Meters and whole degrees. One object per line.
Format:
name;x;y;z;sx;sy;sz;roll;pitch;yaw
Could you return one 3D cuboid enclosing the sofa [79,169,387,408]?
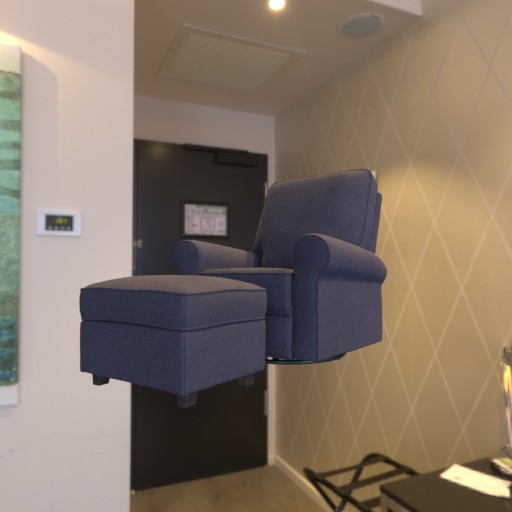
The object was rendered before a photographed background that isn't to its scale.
sofa;0.000;0.000;2.045;0.880;0.959;1.478;-1;-2;36
